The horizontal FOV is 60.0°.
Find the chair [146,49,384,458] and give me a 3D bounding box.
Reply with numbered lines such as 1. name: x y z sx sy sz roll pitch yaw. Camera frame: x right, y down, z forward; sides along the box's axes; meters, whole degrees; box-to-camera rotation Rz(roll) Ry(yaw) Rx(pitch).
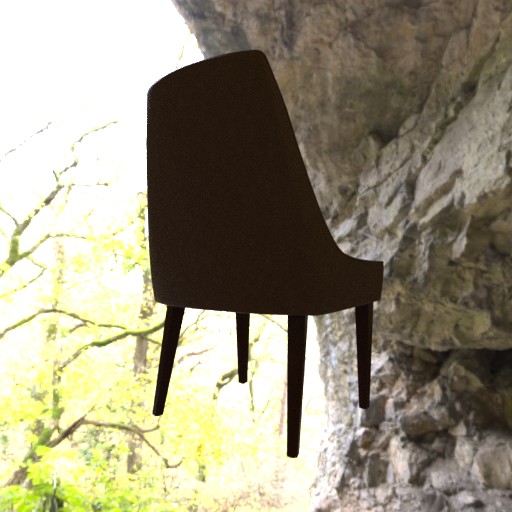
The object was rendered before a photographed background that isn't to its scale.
1. chair: 0.000 0.000 1.197 0.529 0.861 0.544 0 -1 36
